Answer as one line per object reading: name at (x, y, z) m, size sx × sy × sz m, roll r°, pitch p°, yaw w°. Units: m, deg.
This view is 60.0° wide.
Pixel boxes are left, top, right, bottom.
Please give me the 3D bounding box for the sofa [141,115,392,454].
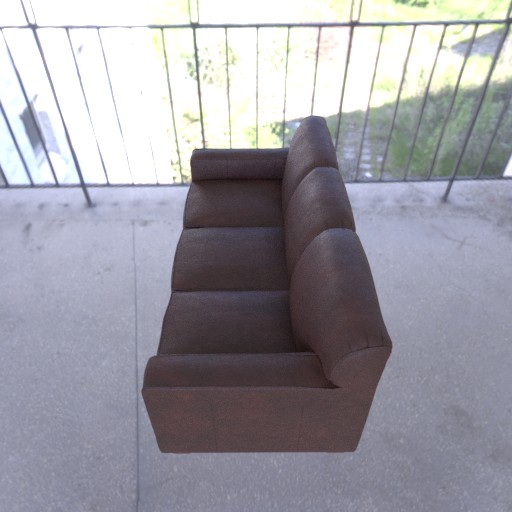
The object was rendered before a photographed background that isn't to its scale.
sofa at (0.000, 0.000, 2.623) m, size 1.008 × 0.953 × 2.039 m, roll 0°, pitch 41°, yaw 0°
